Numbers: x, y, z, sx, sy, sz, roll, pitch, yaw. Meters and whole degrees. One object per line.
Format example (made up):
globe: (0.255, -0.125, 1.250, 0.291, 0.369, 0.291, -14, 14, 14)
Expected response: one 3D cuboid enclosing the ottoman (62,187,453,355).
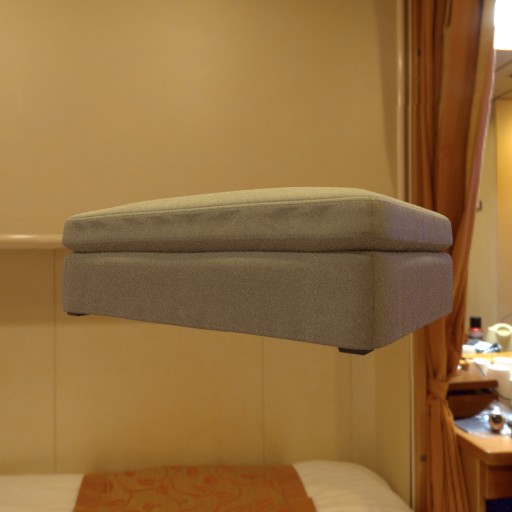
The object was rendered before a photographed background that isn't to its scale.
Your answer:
ottoman: (0.000, 0.000, 1.604, 1.199, 0.429, 0.840, 0, 0, 35)
